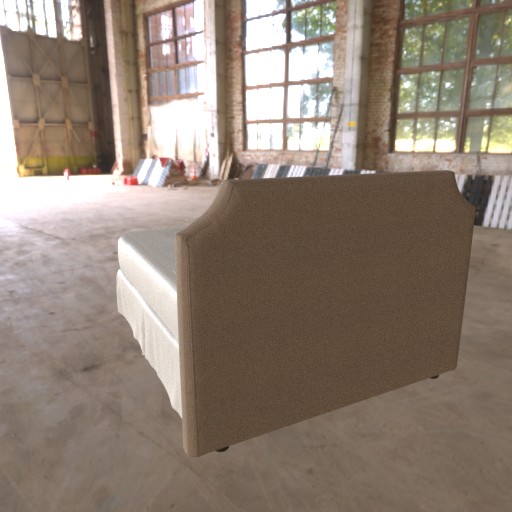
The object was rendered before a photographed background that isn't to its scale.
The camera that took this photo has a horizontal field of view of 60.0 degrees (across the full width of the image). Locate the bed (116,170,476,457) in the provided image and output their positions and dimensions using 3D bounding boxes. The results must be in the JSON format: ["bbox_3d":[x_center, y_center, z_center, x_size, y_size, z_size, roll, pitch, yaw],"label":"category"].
[{"bbox_3d":[0.000,0.000,3.215,1.828,1.303,2.164,-8,16,-27],"label":"bed"}]
